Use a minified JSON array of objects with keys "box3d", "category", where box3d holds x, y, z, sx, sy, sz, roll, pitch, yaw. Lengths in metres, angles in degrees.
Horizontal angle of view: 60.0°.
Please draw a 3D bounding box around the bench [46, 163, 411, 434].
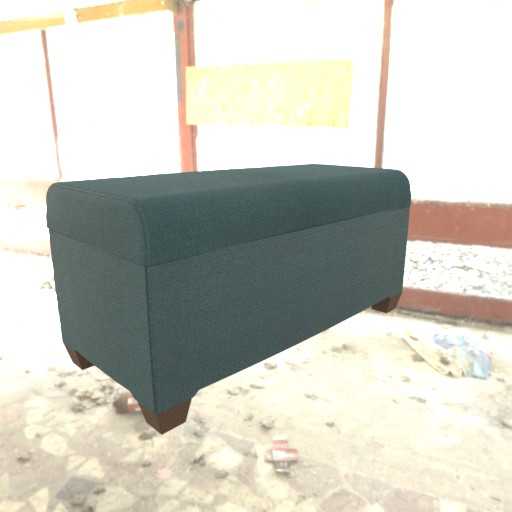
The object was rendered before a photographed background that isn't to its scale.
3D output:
[{"box3d":[0.000,0.000,1.264,0.476,0.474,0.995,15,21,43],"category":"bench"}]
